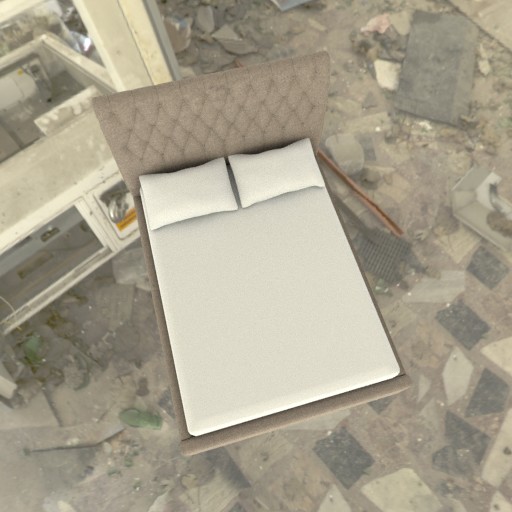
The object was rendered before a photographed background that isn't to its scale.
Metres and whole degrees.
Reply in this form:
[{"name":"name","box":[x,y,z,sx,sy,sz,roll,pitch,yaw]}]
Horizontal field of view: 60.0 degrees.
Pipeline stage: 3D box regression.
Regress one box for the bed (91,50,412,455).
[{"name":"bed","box":[0.000,0.000,3.176,1.645,1.371,2.252,-14,66,-6]}]
